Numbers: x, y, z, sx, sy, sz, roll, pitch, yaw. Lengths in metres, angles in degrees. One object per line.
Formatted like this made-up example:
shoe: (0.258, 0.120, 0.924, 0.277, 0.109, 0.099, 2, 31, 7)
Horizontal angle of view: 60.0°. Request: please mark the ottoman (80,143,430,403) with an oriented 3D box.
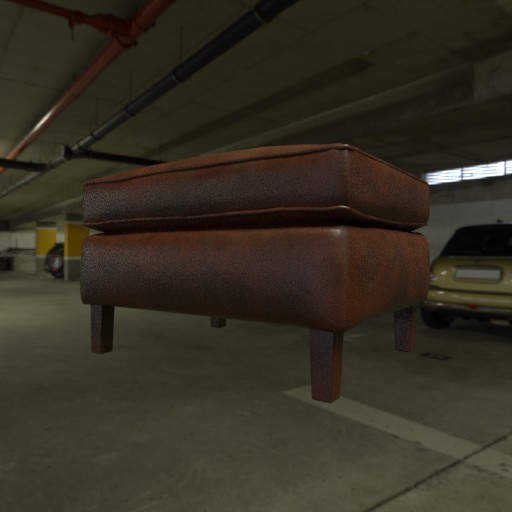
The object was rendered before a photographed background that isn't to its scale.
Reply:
ottoman: (0.000, 0.000, 0.998, 0.665, 0.432, 0.501, 0, 1, 35)
